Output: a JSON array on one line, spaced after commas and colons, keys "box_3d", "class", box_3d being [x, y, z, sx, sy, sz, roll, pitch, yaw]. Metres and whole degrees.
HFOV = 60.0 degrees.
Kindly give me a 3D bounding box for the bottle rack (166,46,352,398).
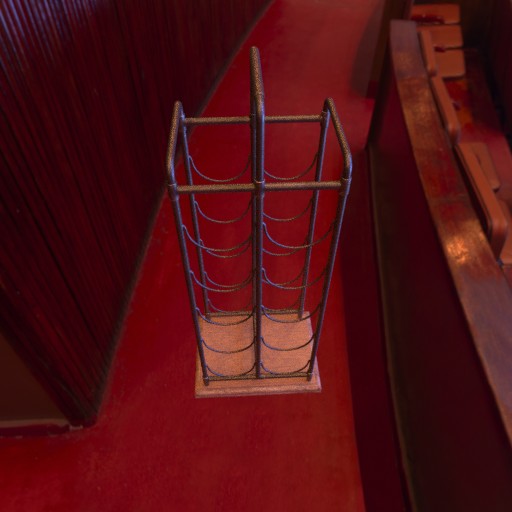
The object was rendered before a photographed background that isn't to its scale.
[{"box_3d": [0.000, 0.000, 0.795, 0.276, 0.680, 0.208, -2, 47, -2], "class": "bottle rack"}]
